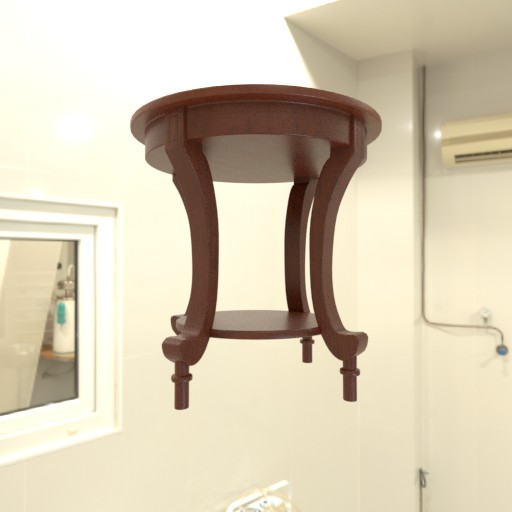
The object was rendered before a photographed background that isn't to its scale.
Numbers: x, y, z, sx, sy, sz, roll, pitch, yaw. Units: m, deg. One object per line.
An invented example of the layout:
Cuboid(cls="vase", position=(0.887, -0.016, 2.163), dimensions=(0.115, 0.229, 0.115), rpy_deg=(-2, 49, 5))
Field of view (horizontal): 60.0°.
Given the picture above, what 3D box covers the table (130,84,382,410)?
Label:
Cuboid(cls="table", position=(0.000, 0.000, 1.089), dimensions=(0.597, 0.612, 0.597), rpy_deg=(0, -1, 0))
